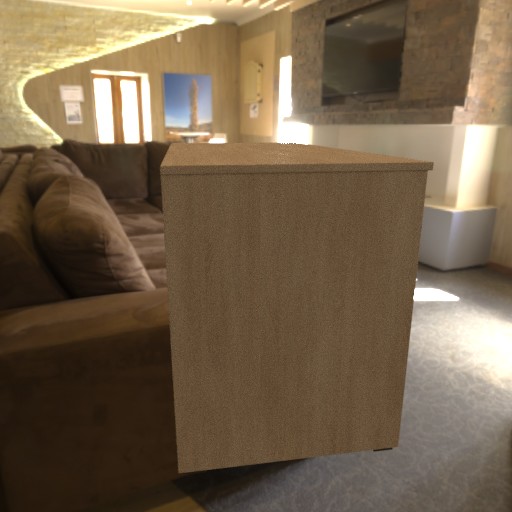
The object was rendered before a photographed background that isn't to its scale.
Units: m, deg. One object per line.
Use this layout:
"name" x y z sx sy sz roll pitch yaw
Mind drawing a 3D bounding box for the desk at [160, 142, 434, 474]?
"desk" 0.000 0.000 1.643 0.600 0.770 1.251 -3 17 -9
